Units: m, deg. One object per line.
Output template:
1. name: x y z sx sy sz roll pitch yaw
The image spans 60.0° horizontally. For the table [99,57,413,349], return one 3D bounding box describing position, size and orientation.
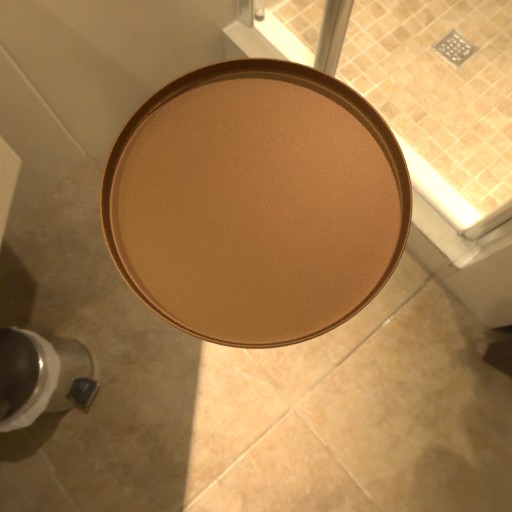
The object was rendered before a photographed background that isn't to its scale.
1. table: 0.000 0.000 0.655 0.299 0.480 0.299 12 75 3
